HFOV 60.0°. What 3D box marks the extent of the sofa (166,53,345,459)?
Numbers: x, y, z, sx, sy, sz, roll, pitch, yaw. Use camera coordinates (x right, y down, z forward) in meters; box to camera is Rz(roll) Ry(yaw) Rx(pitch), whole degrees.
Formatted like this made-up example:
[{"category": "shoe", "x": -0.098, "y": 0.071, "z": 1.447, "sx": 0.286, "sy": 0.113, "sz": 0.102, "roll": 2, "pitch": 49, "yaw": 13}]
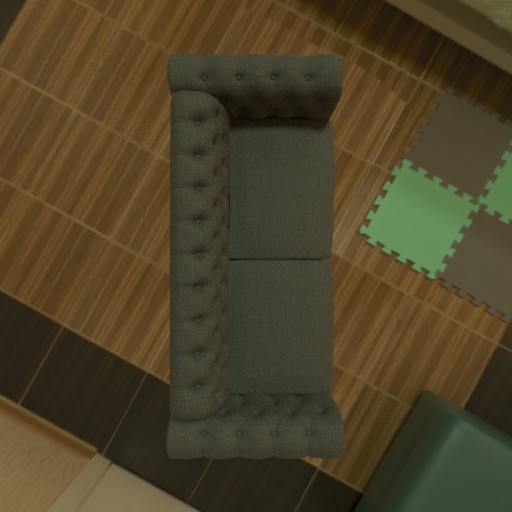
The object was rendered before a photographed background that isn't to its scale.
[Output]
[{"category": "sofa", "x": 0.000, "y": 0.000, "z": 2.279, "sx": 0.783, "sy": 0.797, "sz": 1.798, "roll": 0, "pitch": 89, "yaw": 0}]
